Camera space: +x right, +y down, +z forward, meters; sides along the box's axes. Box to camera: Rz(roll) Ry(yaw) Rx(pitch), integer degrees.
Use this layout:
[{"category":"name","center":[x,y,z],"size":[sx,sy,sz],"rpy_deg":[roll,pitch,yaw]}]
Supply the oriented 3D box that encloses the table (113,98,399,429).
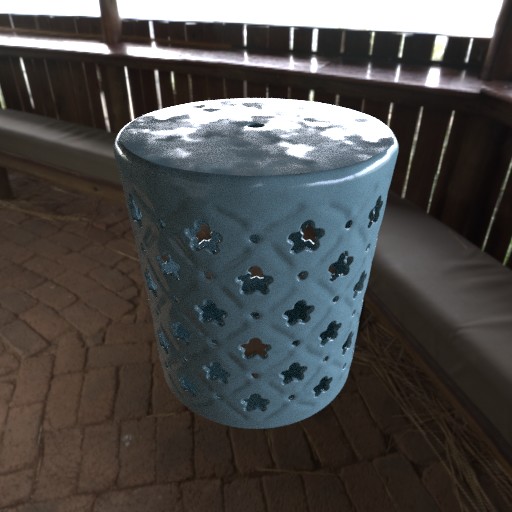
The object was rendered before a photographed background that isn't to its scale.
[{"category":"table","center":[0.000,0.000,0.660],"size":[0.352,0.387,0.352],"rpy_deg":[0,31,0]}]
